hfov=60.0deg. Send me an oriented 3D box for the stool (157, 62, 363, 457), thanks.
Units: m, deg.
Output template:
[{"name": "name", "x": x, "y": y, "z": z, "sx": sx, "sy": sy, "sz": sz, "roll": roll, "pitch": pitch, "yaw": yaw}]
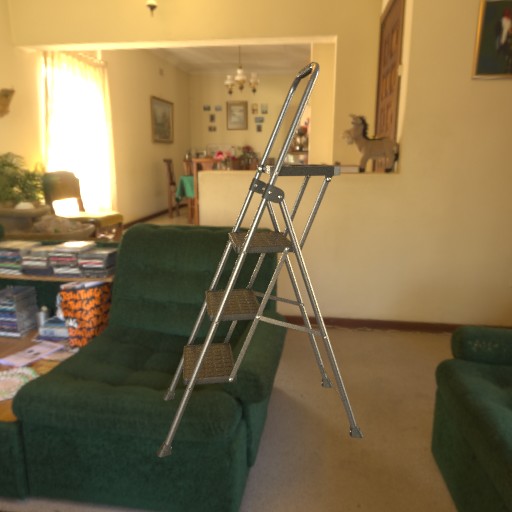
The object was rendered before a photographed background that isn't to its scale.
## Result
[{"name": "stool", "x": 0.000, "y": 0.000, "z": 1.586, "sx": 0.733, "sy": 1.277, "sz": 0.396, "roll": -2, "pitch": 13, "yaw": -8}]
